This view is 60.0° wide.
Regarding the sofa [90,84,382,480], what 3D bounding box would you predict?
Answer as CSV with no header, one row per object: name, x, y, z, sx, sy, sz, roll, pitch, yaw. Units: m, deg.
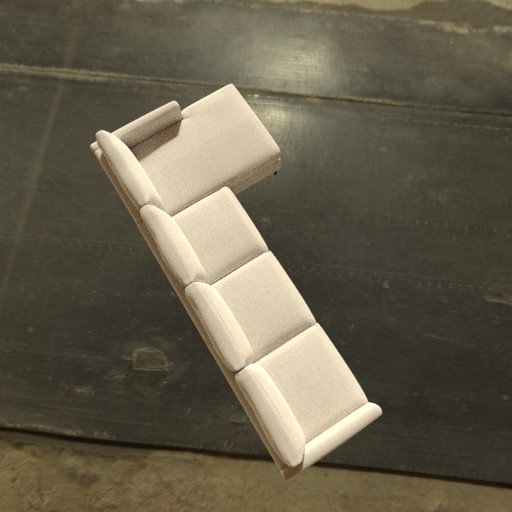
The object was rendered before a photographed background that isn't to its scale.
sofa,0.000,0.000,2.908,1.126,0.677,2.445,-31,77,-8
